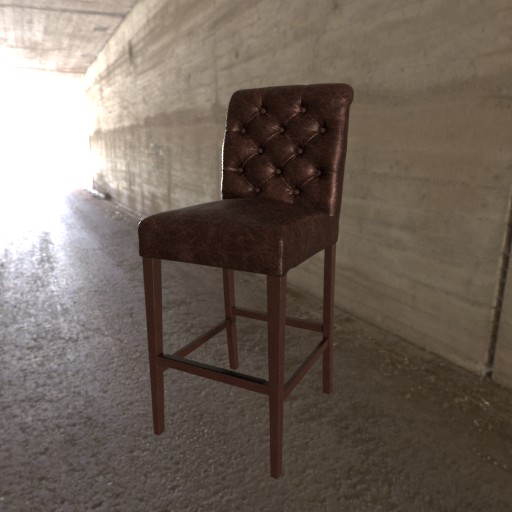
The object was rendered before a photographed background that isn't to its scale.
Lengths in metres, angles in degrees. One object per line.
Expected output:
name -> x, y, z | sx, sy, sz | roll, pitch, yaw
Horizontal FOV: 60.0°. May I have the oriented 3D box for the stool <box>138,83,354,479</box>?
stool -> 0.000, 0.000, 1.536 | 0.483, 1.168, 0.659 | 7, 16, 26
